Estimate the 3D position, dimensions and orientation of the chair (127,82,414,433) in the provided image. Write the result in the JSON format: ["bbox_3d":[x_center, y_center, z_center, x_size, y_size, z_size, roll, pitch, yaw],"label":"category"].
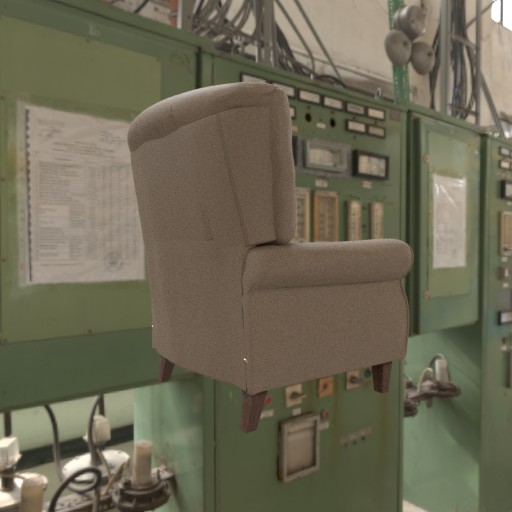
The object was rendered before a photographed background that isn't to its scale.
[{"bbox_3d":[0.000,0.000,1.900,1.041,1.138,0.999,-1,1,-35],"label":"chair"}]
